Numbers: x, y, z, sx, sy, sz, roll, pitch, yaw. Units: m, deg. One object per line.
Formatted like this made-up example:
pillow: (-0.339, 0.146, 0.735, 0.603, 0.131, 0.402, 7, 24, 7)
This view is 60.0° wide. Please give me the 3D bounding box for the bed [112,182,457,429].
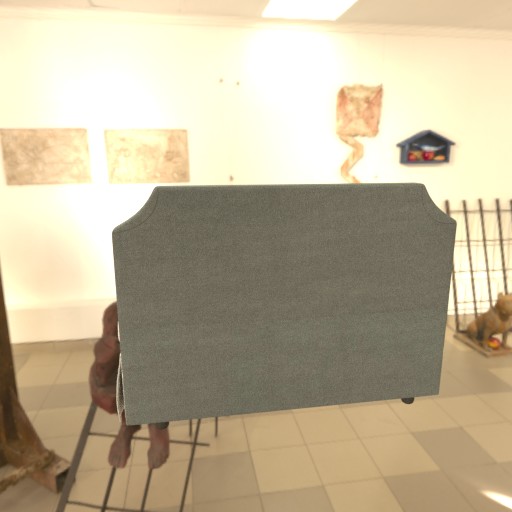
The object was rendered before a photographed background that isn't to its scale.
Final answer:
bed: (0.000, 0.000, 3.537, 1.977, 1.306, 2.464, -2, 14, -9)
